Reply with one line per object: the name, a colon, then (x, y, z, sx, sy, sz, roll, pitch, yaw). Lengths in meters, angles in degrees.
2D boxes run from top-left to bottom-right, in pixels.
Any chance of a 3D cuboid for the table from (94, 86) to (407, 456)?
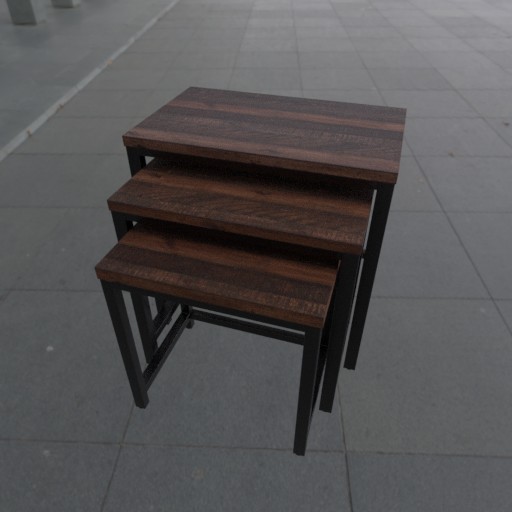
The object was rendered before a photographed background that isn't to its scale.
table: (0.000, 0.000, 1.154, 0.608, 0.616, 0.660, 11, 39, 14)
